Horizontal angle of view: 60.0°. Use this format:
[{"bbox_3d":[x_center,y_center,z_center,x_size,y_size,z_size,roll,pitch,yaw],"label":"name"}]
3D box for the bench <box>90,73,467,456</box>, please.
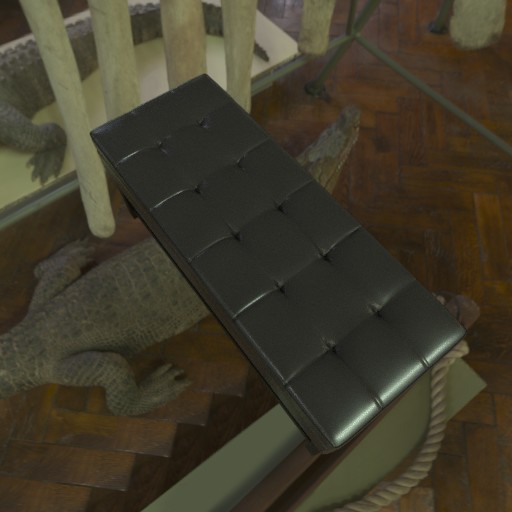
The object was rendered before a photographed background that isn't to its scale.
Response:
[{"bbox_3d":[0.000,0.000,1.361,0.432,0.460,1.105,-34,68,-16],"label":"bench"}]
